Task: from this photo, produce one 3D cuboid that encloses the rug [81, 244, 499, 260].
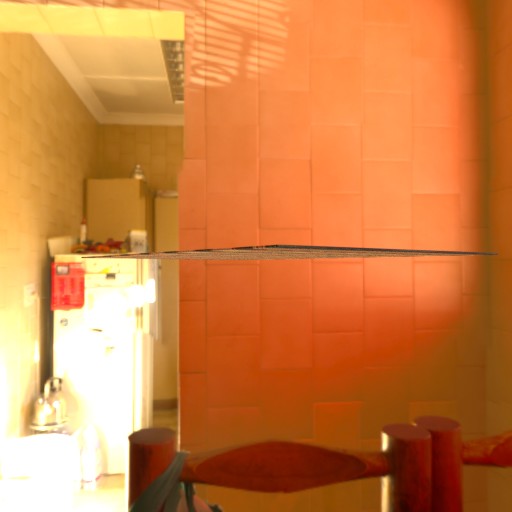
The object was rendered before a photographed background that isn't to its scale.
[{"bbox_3d":[0.000,0.000,2.250,1.221,0.009,1.825,1,-2,-37],"label":"rug"}]
